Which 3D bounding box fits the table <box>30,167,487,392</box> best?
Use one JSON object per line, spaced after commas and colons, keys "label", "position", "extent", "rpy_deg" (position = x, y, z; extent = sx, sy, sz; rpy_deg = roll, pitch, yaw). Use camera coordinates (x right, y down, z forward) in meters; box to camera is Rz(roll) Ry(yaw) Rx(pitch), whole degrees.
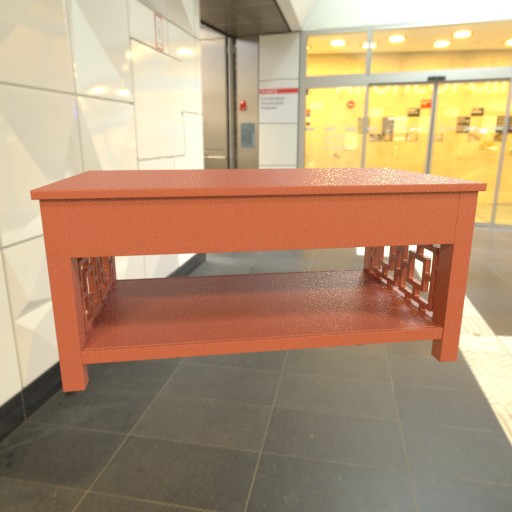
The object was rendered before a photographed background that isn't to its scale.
{"label": "table", "position": [0.000, 0.000, 1.378], "extent": [1.068, 0.493, 0.612], "rpy_deg": [-2, 15, -8]}
